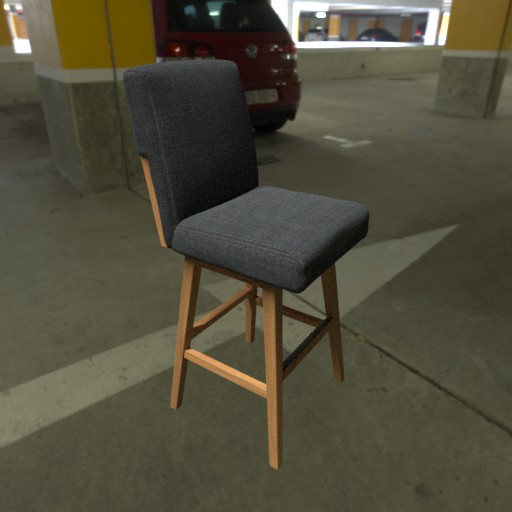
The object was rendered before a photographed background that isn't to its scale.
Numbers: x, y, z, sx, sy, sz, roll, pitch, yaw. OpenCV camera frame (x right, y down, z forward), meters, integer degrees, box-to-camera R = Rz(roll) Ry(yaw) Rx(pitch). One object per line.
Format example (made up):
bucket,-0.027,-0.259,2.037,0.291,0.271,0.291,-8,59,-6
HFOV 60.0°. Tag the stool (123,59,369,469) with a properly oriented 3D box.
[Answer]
stool,0.000,0.000,1.393,0.570,1.112,0.483,17,31,31
